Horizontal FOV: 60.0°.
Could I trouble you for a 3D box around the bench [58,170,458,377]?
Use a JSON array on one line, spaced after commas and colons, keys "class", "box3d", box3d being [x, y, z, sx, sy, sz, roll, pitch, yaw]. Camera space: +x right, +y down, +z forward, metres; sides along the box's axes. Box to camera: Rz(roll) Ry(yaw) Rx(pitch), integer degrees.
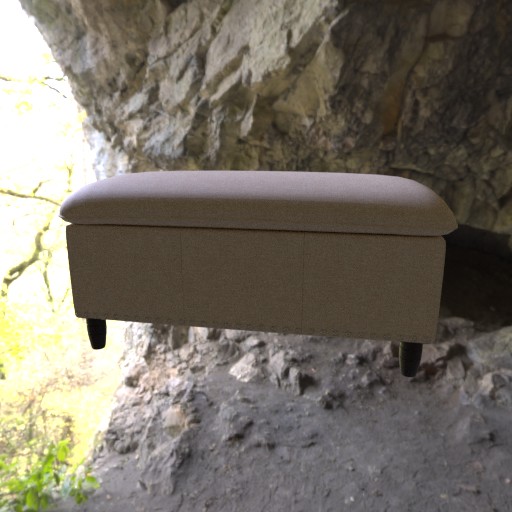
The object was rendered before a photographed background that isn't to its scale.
[{"class": "bench", "box3d": [0.000, 0.000, 1.292, 0.991, 0.483, 0.483, 3, 15, 10]}]
